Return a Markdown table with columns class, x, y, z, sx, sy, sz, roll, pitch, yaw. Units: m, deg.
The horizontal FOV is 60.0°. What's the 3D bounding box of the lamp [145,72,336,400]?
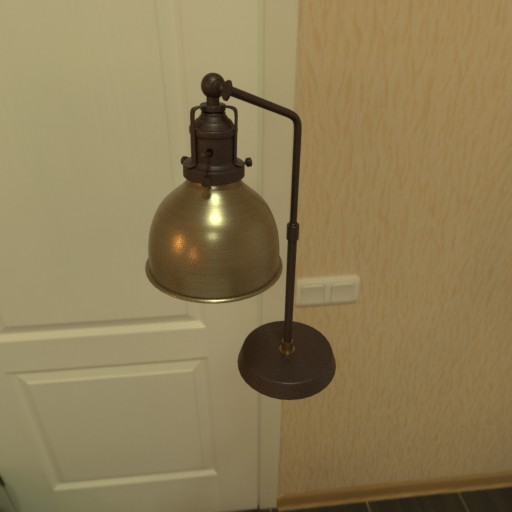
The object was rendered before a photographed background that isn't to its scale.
| class | x | y | z | sx | sy | sz | roll | pitch | yaw |
| --- | --- | --- | --- | --- | --- | --- | --- | --- | --- |
| lamp | 0.000 | 0.000 | 0.592 | 0.298 | 0.469 | 0.175 | -20 | 37 | -29 |
